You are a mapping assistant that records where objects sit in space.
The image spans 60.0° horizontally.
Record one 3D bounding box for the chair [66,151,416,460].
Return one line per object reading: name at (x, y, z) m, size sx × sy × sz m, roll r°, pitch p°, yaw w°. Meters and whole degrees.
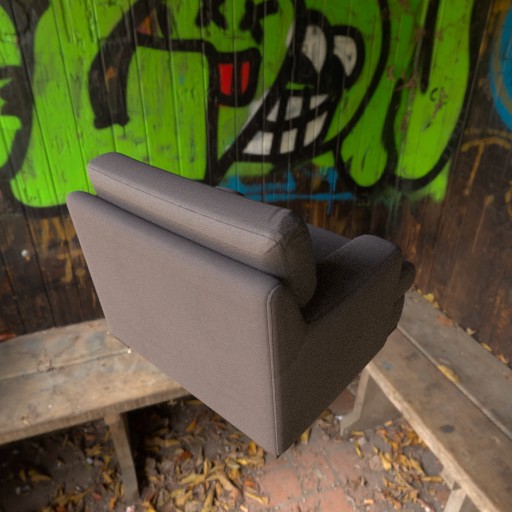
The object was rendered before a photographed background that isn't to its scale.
chair at (0.000, 0.000, 2.010) m, size 1.168 × 0.940 × 1.143 m, roll 23°, pitch 37°, yaw 35°
